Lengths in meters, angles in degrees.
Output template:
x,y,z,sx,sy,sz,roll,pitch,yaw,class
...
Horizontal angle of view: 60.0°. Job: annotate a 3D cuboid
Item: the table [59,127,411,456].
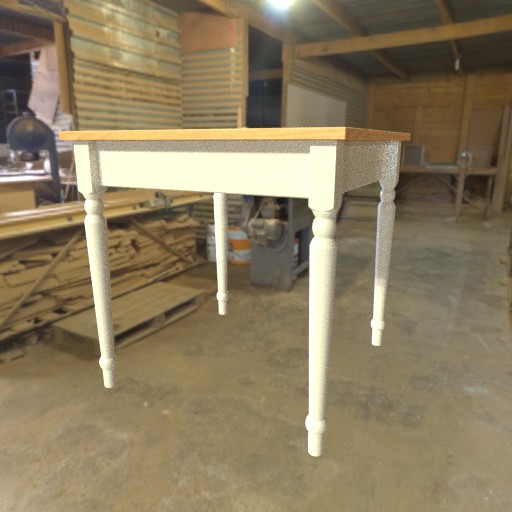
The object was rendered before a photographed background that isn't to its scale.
x,y,z,sx,sy,sz,roll,pitch,yaw,class
0.000,0.000,1.376,0.747,0.738,0.747,7,16,26,table
